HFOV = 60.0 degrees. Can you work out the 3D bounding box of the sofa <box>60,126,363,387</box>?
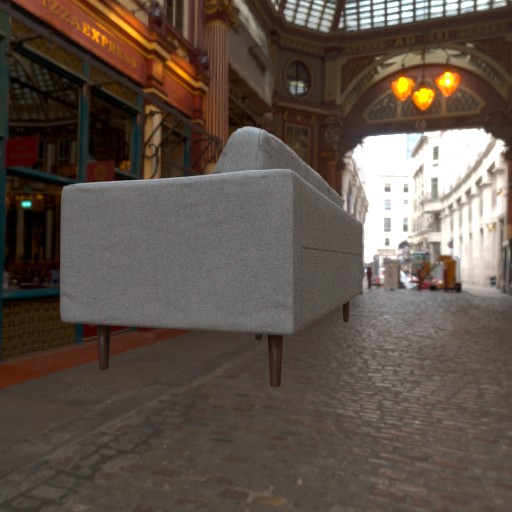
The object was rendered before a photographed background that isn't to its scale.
[{"bbox_3d":[0.000,0.000,2.437,0.944,0.918,1.983,0,-1,19],"label":"sofa"}]
